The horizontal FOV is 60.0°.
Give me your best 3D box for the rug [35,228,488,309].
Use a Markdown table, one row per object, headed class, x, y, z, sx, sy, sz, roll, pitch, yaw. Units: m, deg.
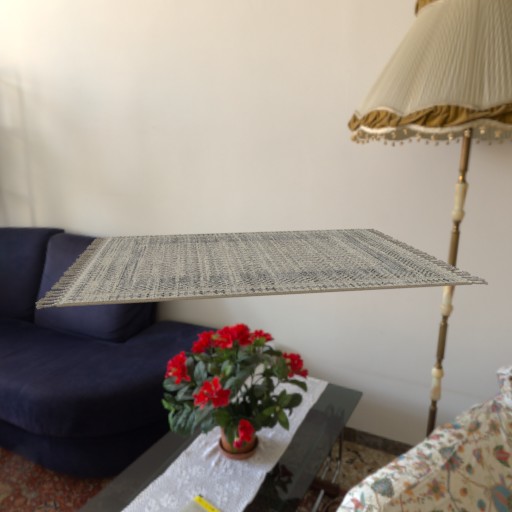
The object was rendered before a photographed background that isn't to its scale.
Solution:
| class | x | y | z | sx | sy | sz | roll | pitch | yaw |
| --- | --- | --- | --- | --- | --- | --- | --- | --- | --- |
| rug | 0.000 | 0.000 | 2.360 | 1.872 | 0.013 | 1.243 | -2 | 15 | -9 |
